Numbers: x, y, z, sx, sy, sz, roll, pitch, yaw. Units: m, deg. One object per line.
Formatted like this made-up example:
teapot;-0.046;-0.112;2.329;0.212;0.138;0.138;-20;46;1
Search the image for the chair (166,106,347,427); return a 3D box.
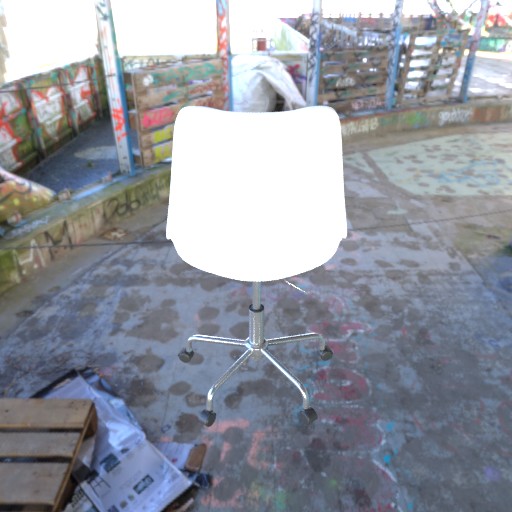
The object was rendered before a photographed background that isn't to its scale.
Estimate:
chair;0.000;0.000;1.290;0.550;0.930;0.550;0;29;0
